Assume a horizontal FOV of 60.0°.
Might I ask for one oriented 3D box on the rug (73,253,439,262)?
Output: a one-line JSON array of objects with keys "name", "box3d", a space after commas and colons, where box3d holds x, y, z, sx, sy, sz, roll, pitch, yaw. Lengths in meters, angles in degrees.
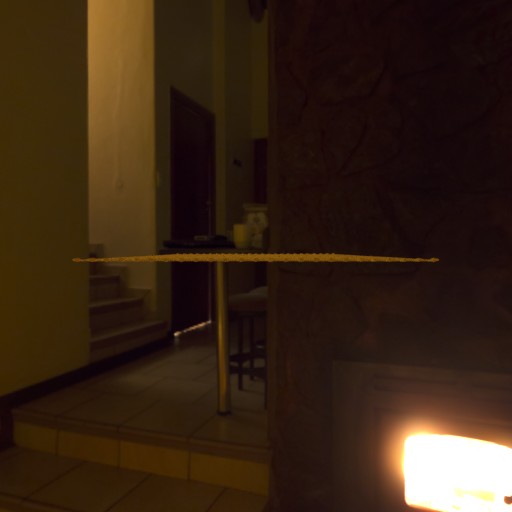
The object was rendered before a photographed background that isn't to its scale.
[{"name": "rug", "box3d": [0.000, 0.000, 2.323, 1.162, 0.013, 1.875, 0, 1, 0]}]
